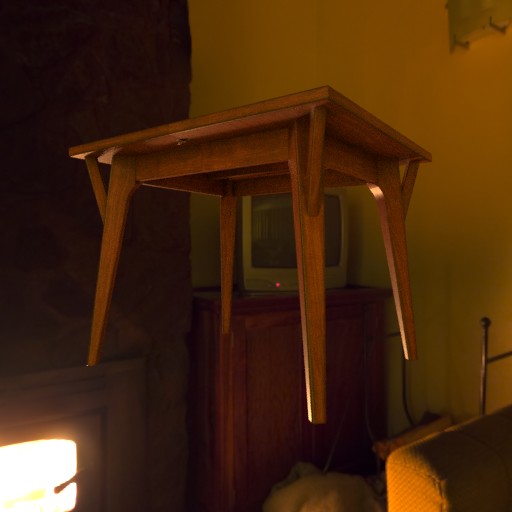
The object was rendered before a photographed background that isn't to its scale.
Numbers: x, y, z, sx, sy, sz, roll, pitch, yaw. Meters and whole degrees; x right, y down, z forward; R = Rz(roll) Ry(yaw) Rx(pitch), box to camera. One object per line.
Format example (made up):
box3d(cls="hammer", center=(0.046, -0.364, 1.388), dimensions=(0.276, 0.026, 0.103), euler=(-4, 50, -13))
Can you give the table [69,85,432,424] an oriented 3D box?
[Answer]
box3d(cls="table", center=(0.000, 0.000, 1.585), dimensions=(0.991, 0.761, 0.838), euler=(0, 1, 36))
